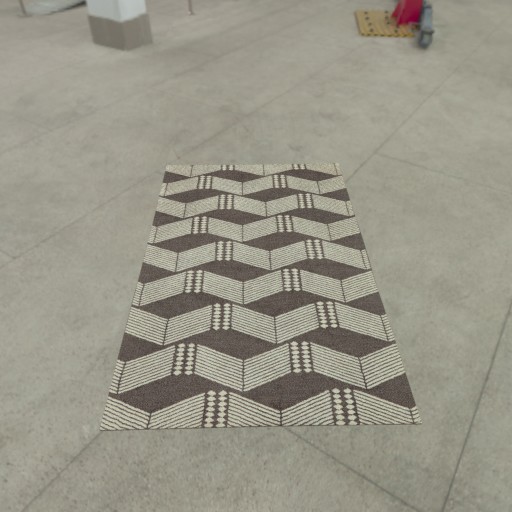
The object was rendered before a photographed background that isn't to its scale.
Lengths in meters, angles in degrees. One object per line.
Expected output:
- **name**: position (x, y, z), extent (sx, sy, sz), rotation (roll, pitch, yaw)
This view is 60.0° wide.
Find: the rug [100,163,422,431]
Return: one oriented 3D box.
- **rug**: position (0.000, 0.000, 2.994), extent (1.517, 0.011, 2.435), rotation (-1, 41, -1)
